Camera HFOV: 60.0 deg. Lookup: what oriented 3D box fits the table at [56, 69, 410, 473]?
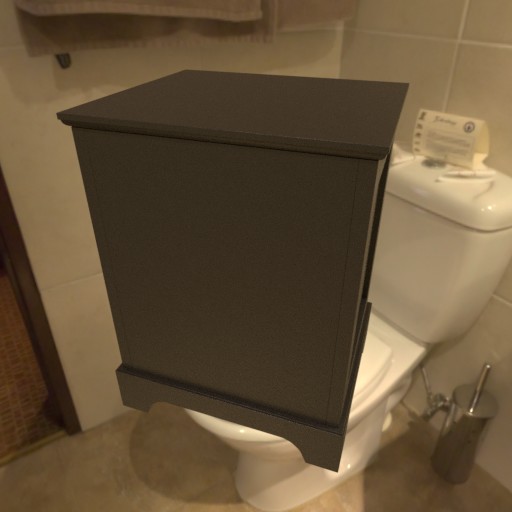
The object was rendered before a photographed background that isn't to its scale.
[{"bbox_3d":[0.000,0.000,0.879,0.460,0.610,0.399,10,33,17],"label":"table"}]
